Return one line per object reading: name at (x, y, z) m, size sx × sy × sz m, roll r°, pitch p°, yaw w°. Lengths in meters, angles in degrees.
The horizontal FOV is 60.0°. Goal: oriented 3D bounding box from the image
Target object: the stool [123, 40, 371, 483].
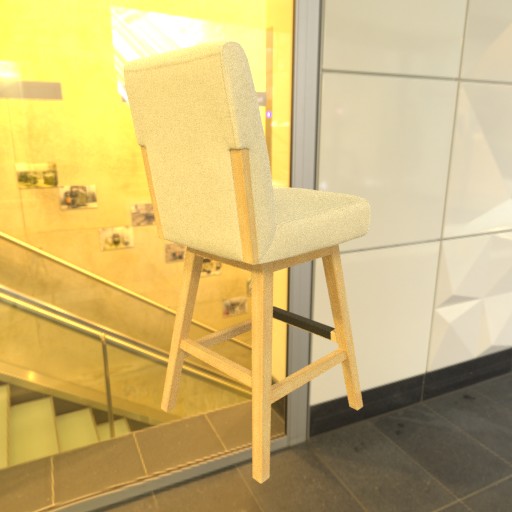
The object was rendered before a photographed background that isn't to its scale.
stool at (0.000, 0.000, 1.252) m, size 0.543 × 1.015 × 0.446 m, roll -15°, pitch 21°, yaw -43°
